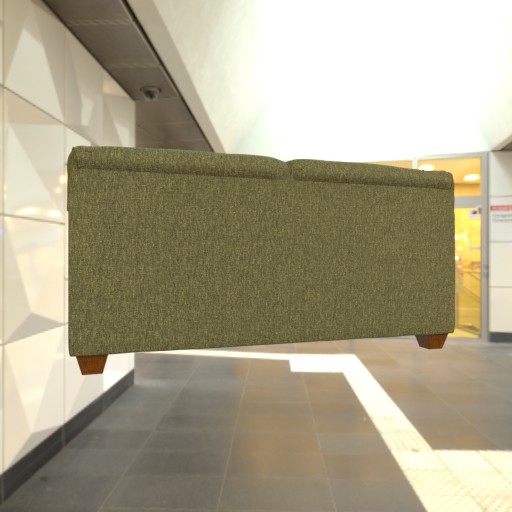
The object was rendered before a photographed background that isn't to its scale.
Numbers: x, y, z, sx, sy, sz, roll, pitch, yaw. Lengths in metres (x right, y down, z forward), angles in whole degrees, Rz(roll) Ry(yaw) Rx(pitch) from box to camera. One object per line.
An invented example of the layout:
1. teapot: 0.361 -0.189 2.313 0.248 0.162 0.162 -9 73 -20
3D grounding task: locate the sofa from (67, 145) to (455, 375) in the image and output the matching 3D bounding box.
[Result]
1. sofa: 0.000 0.000 2.447 1.846 0.958 0.998 0 0 -17
